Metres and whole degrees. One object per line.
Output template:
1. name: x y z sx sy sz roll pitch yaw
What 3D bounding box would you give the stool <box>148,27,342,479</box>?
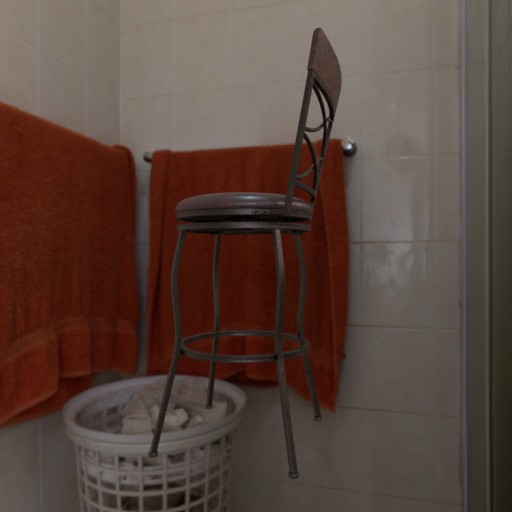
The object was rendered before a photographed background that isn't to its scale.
1. stool: 0.000 0.000 1.375 0.513 1.130 0.448 0 0 17
